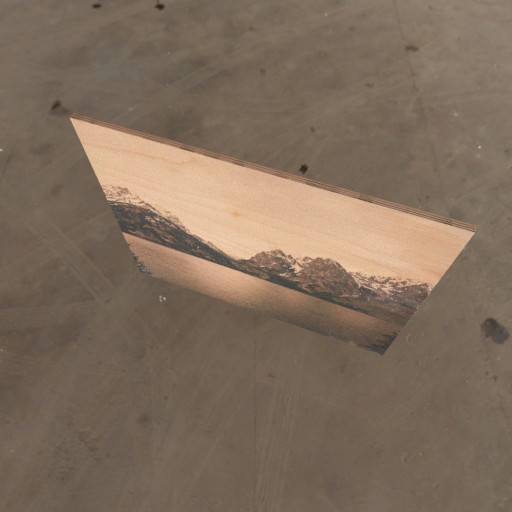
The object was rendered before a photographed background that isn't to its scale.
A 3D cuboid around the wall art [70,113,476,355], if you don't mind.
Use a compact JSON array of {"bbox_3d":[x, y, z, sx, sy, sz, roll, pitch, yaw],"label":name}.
[{"bbox_3d":[0.000,0.000,0.700,0.508,0.408,0.010,18,60,10],"label":"wall art"}]
